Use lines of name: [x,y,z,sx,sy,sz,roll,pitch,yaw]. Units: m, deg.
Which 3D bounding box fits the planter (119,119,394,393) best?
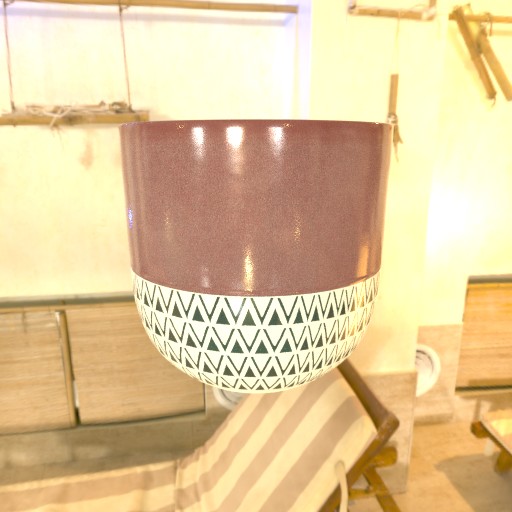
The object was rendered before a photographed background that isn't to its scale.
planter: [0.000,0.000,0.479,0.266,0.270,0.266,0,14,0]
